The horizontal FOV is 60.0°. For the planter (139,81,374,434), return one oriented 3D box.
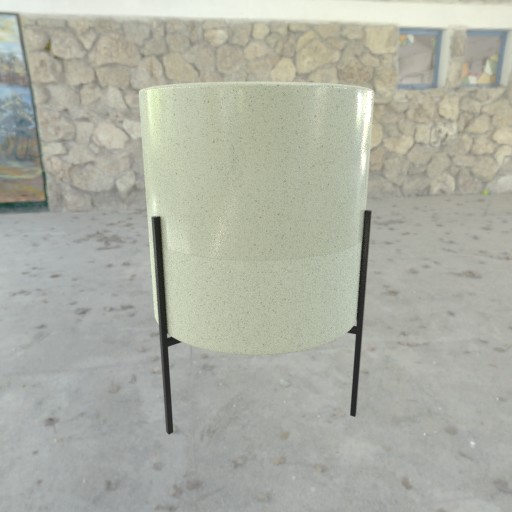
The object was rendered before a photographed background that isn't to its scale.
[{"bbox_3d":[0.000,0.000,0.681,0.314,0.475,0.323,-2,17,-8],"label":"planter"}]
